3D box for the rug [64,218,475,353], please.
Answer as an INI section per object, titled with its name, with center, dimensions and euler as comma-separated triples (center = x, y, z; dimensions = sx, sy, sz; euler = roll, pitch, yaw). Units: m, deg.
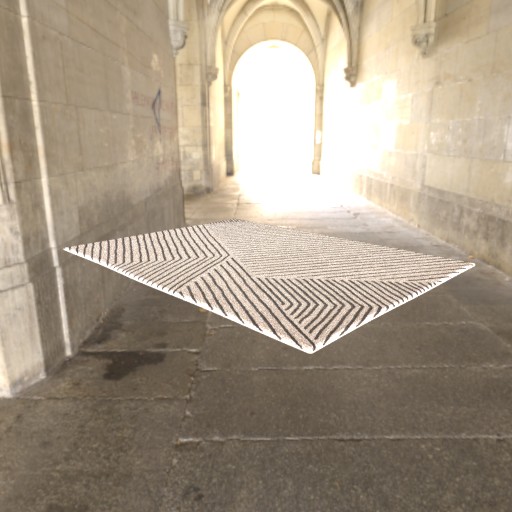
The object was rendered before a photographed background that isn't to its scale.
[rug]
center = 0.000, 0.000, 3.256
dimensions = 2.449, 0.028, 1.829
euler = 15, 21, 43
